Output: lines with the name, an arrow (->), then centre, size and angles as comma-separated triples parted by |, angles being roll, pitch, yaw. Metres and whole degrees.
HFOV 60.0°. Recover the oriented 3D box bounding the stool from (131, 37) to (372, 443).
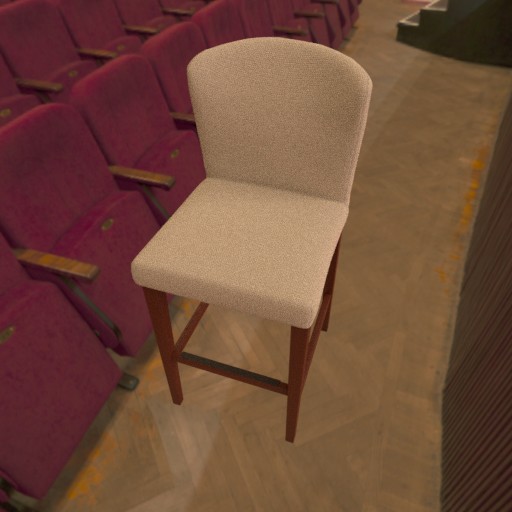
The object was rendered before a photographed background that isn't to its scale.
stool -> 0.000, 0.000, 1.320 | 0.481, 1.069, 0.568 | 13, 43, 14
